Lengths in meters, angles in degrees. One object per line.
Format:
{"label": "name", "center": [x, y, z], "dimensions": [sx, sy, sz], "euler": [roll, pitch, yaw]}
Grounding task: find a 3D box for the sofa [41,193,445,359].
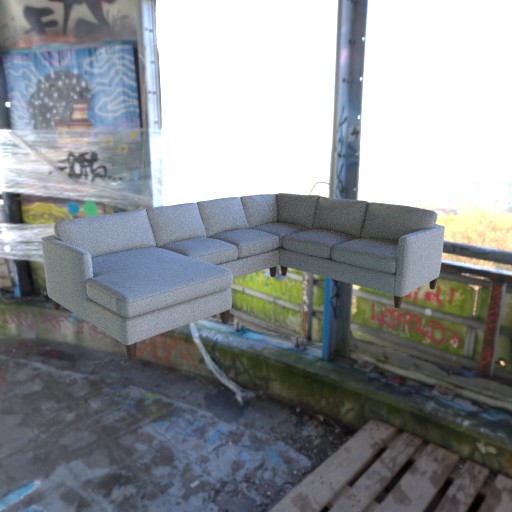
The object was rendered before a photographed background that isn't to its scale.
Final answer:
{"label": "sofa", "center": [0.000, 0.000, 4.682], "dimensions": [2.593, 0.959, 3.460], "euler": [14, 21, 43]}
